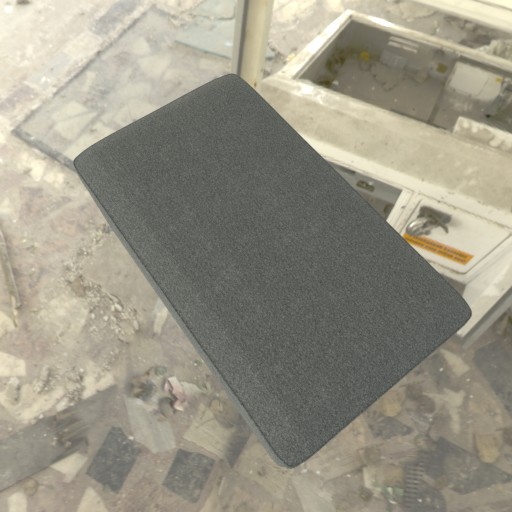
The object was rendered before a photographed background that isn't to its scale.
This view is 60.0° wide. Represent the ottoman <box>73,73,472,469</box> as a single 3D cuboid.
[{"bbox_3d":[0.000,0.000,1.518,0.681,0.494,1.173,-34,69,-15],"label":"ottoman"}]
